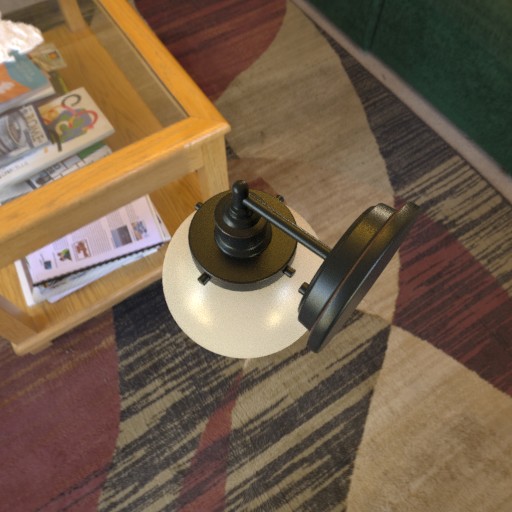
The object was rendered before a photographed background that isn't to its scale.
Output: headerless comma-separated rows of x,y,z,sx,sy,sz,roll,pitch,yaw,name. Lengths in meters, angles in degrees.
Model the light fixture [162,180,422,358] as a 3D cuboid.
0.000,0.000,0.467,0.230,0.332,0.197,36,69,16,light fixture
